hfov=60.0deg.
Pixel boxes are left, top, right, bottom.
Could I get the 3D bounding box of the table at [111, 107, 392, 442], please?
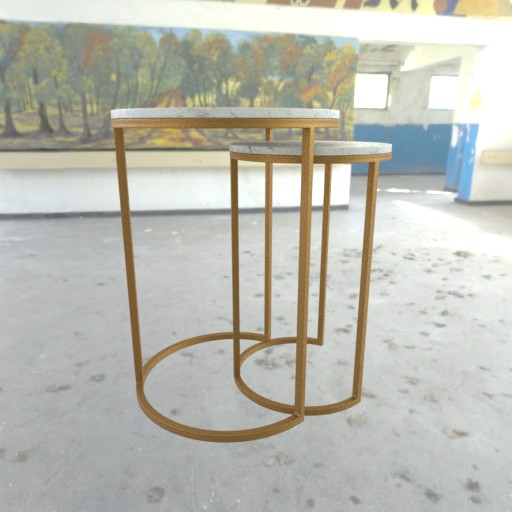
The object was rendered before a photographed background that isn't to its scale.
[{"bbox_3d":[0.000,0.000,0.887,0.507,0.550,0.400,-3,17,-9],"label":"table"}]
